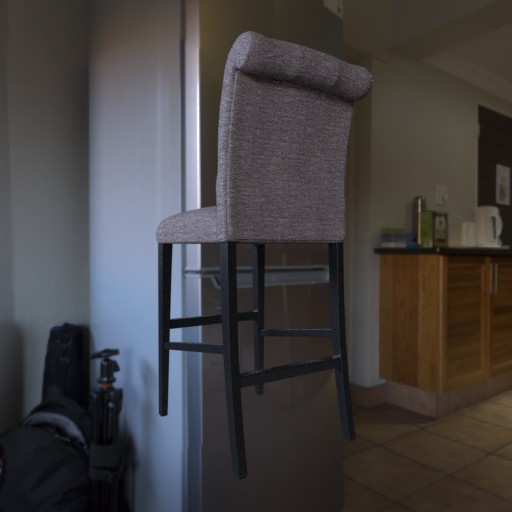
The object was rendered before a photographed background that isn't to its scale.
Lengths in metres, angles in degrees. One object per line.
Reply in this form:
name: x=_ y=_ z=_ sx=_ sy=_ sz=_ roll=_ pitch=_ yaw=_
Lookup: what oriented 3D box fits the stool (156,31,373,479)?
stool: x=0.000 y=0.000 z=1.432 sx=0.452 sy=1.131 sz=0.613 roll=-1 pitch=1 yaw=-34
